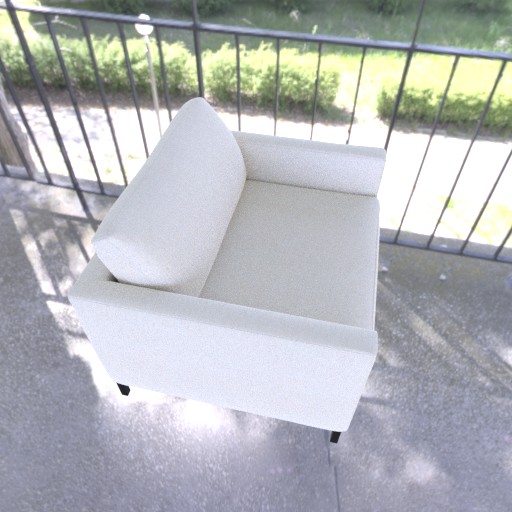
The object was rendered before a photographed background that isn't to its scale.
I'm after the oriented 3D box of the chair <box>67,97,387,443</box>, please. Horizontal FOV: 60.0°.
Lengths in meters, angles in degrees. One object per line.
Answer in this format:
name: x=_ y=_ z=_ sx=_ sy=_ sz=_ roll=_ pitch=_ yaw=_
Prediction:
chair: x=0.000 y=0.000 z=1.620 sx=0.875 sy=0.806 sz=0.964 roll=9 pitch=48 yaw=9
